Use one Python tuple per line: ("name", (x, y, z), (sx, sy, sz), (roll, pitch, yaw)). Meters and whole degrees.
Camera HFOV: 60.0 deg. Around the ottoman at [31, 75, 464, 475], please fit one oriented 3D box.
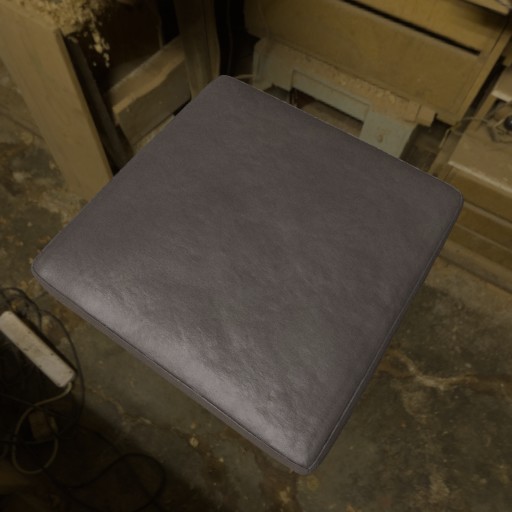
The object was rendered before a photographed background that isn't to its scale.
("ottoman", (0.000, 0.000, 1.264), (0.844, 0.415, 0.836), (31, 68, 14))
